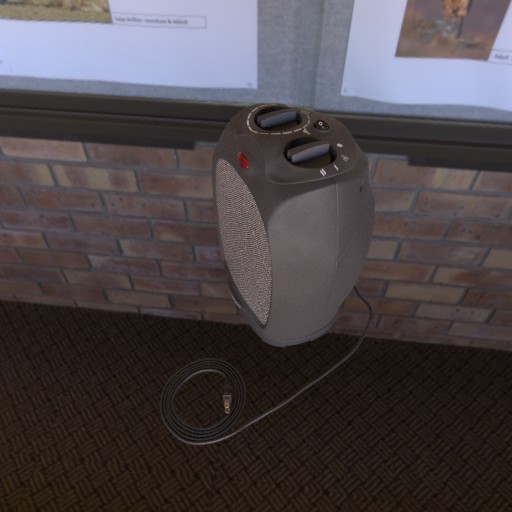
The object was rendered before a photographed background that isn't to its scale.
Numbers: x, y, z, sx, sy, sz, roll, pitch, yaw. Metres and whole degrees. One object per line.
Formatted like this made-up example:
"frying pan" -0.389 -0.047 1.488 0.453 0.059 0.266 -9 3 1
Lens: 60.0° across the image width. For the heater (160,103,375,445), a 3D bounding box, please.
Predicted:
"heater" 0.000 0.000 0.473 0.291 0.255 0.239 -19 51 -17
